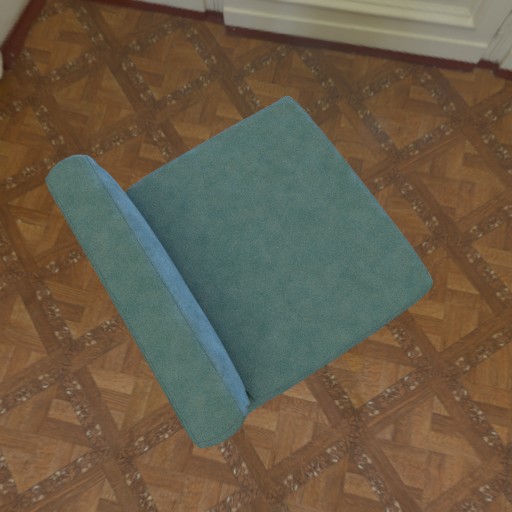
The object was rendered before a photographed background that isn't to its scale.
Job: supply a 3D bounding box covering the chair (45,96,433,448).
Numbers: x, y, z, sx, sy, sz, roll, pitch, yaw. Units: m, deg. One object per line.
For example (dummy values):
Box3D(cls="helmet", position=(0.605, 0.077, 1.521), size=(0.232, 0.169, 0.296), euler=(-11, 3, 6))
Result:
Box3D(cls="chair", position=(0.000, 0.000, 1.213), size=(0.685, 0.660, 0.684), euler=(-32, 77, -9))
